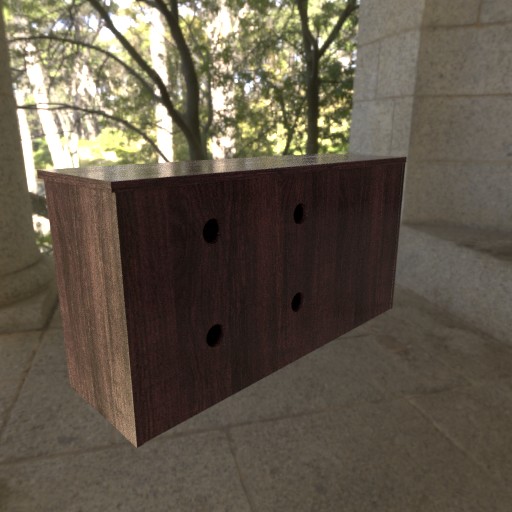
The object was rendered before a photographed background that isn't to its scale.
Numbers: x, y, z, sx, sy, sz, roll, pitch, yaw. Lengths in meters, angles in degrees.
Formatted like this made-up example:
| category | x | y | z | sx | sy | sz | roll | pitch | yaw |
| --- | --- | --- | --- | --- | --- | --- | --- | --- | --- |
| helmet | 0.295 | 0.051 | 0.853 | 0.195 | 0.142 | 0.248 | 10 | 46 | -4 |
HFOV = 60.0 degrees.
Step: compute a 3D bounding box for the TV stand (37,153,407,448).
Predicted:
| category | x | y | z | sx | sy | sz | roll | pitch | yaw |
| --- | --- | --- | --- | --- | --- | --- | --- | --- | --- |
| TV stand | 0.000 | 0.000 | 1.475 | 1.192 | 0.614 | 0.404 | -15 | 22 | -43 |
